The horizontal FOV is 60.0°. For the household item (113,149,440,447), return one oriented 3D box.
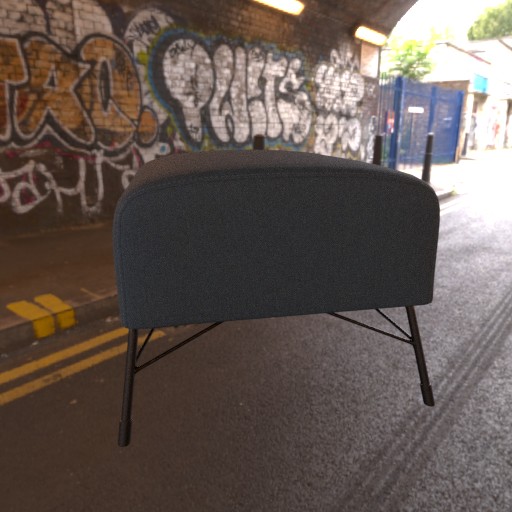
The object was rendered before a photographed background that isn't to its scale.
[{"bbox_3d":[0.000,0.000,0.906,0.530,0.420,0.530,-3,16,-11],"label":"household item"}]
